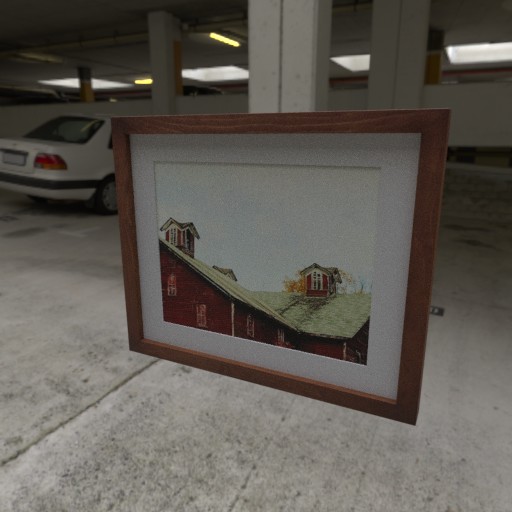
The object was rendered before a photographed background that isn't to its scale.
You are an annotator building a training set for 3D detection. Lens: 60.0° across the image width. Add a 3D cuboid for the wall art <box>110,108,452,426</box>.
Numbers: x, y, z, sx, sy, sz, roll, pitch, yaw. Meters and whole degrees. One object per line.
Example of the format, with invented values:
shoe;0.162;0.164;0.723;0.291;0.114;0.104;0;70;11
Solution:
wall art;0.000;0.000;0.537;0.401;0.328;0.030;7;17;25
